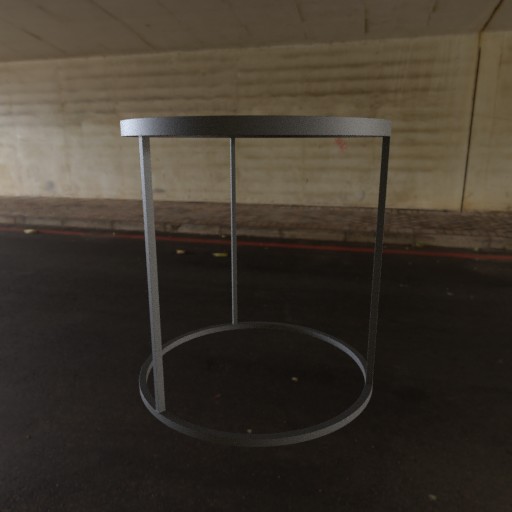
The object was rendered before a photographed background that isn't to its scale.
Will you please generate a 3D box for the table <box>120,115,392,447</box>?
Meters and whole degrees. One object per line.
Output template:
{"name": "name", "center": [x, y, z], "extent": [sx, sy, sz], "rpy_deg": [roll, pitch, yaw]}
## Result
{"name": "table", "center": [0.000, 0.000, 0.861], "extent": [0.470, 0.498, 0.470], "rpy_deg": [0, 14, 0]}
